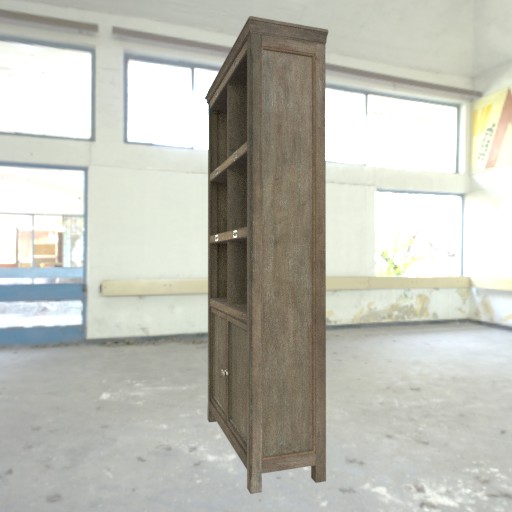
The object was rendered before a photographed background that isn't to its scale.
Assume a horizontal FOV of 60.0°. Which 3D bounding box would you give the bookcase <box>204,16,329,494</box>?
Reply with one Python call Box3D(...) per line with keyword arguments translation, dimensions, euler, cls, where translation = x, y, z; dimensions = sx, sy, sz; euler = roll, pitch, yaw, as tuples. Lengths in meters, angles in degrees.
Box3D(translation=(0.000, 0.000, 2.204), dimensions=(0.348, 1.880, 0.906), euler=(0, 0, -18), cls="bookcase")
